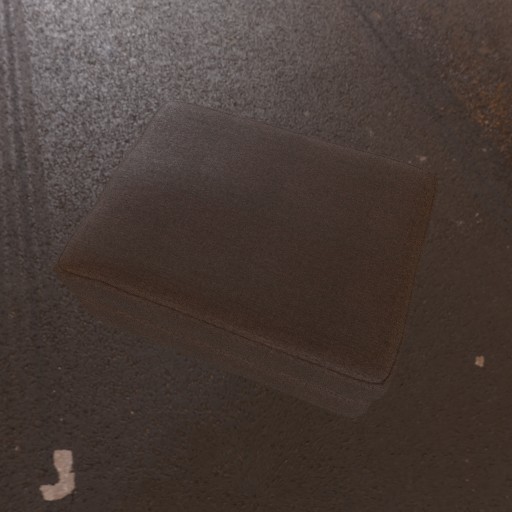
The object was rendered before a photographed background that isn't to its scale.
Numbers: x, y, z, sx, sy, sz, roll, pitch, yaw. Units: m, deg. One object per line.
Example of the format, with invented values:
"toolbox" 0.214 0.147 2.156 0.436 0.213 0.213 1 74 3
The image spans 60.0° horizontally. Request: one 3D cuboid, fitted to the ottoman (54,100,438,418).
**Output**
"ottoman" 0.000 0.000 1.266 0.826 0.496 0.639 18 63 10
